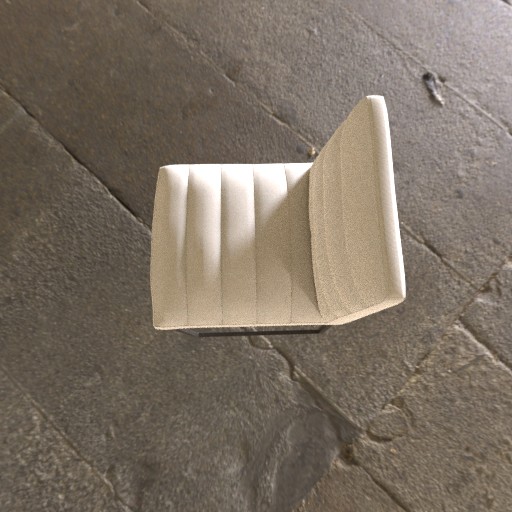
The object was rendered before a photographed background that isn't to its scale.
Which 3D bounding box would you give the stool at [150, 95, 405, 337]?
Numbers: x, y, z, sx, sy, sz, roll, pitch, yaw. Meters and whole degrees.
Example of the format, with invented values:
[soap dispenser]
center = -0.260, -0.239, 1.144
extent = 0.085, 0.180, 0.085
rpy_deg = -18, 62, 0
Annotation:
[stool]
center = 0.000, 0.000, 1.388
extent = 0.573, 1.061, 0.464
rpy_deg = -2, 77, 0
